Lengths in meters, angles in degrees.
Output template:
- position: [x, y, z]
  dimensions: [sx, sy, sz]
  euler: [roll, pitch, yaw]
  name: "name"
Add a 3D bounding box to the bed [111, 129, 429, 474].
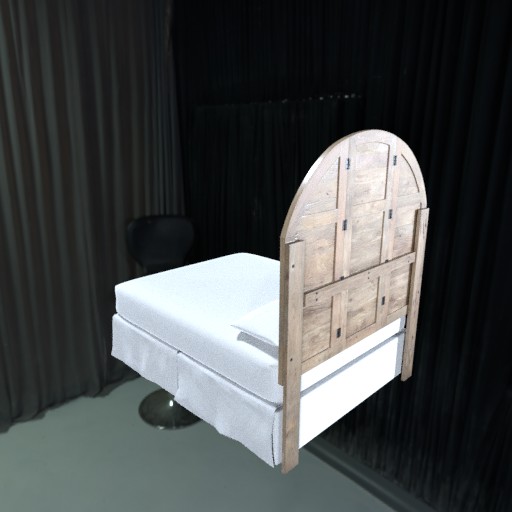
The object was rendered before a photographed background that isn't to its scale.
- position: [0.000, 0.000, 3.659]
  dimensions: [1.713, 2.002, 2.112]
  euler: [-15, 22, -43]
  name: "bed"
